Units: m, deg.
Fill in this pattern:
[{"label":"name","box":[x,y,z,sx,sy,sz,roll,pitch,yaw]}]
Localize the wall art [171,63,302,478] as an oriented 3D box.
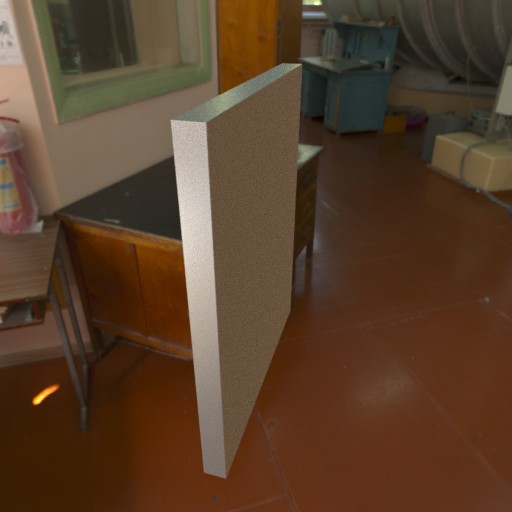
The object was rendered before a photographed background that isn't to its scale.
[{"label":"wall art","box":[0.000,0.000,0.749,0.038,0.549,0.452,9,31,14]}]
